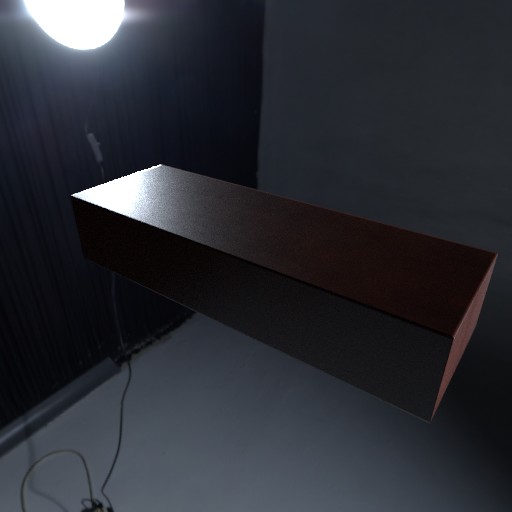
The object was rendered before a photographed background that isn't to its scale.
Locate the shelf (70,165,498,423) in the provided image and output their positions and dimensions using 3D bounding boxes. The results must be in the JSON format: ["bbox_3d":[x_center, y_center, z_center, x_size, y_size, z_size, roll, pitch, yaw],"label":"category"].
[{"bbox_3d":[0.000,0.000,0.506,0.457,0.088,0.152,20,35,31],"label":"shelf"}]
